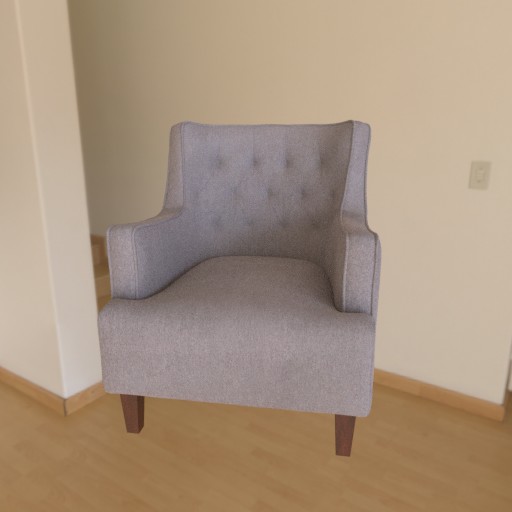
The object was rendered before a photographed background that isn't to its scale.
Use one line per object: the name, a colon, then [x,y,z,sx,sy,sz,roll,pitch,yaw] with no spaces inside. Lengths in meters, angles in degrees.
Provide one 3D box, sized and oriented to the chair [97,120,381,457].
chair: [0.000,0.000,1.537,0.781,0.919,0.910,2,15,9]
